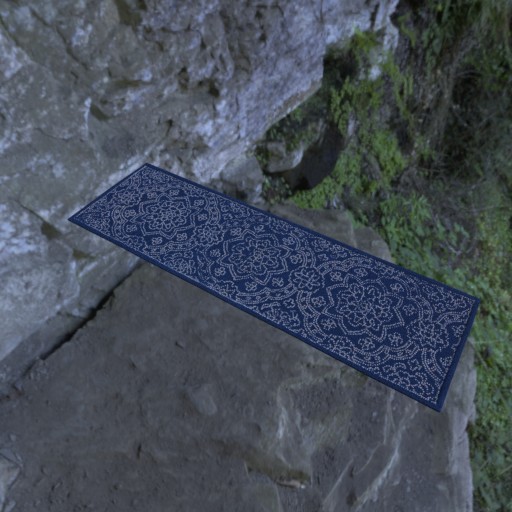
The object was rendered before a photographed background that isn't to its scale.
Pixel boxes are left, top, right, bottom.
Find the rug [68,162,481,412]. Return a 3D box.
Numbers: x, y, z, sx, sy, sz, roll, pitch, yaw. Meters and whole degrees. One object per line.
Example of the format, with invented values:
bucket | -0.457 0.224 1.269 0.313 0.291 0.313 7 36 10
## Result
rug | 0.000 0.000 2.667 2.448 0.012 0.769 25 51 22
